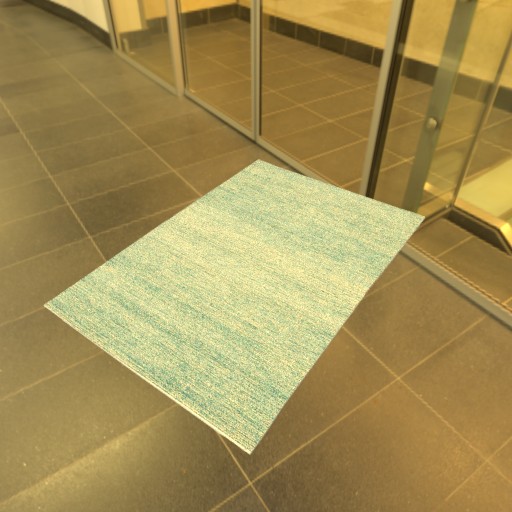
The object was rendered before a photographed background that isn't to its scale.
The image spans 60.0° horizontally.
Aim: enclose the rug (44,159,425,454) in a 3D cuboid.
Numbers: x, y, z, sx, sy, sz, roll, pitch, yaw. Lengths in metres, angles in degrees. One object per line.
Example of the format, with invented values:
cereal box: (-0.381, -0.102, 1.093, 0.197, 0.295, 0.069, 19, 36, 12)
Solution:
rug: (0.000, 0.000, 3.091, 1.593, 0.029, 2.305, 25, 47, 26)
